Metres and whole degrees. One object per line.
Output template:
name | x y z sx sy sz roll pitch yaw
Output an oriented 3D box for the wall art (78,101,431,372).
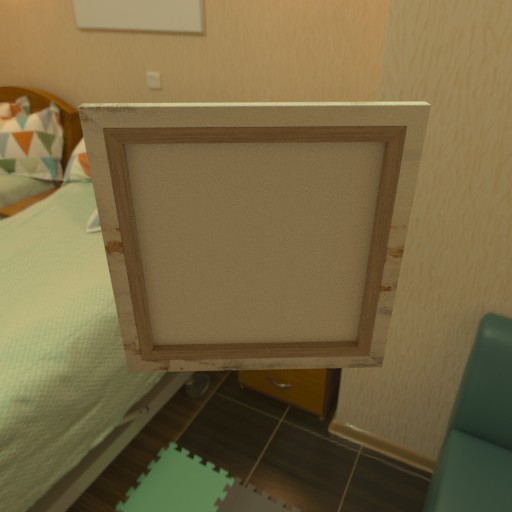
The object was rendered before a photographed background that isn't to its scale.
wall art | 0.000 0.000 1.144 0.753 0.755 0.038 -1 29 -1
